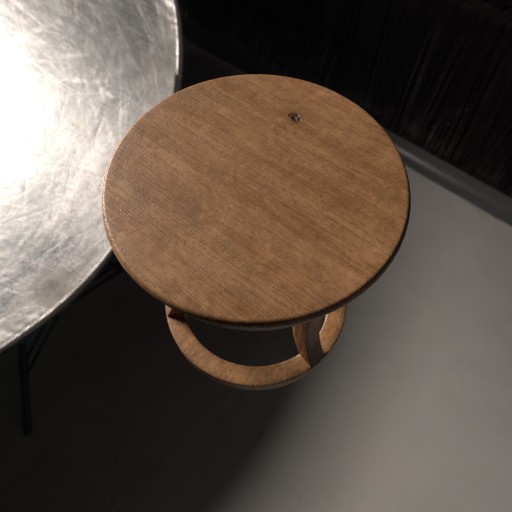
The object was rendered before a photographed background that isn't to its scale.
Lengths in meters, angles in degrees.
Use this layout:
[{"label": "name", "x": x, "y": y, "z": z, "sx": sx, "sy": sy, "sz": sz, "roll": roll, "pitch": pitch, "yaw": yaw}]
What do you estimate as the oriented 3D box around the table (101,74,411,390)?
[{"label": "table", "x": 0.000, "y": 0.000, "z": 0.822, "sx": 0.432, "sy": 0.460, "sz": 0.432, "roll": 0, "pitch": 62, "yaw": 0}]
